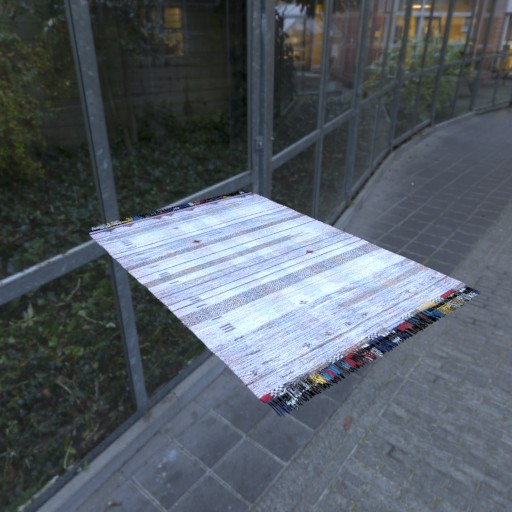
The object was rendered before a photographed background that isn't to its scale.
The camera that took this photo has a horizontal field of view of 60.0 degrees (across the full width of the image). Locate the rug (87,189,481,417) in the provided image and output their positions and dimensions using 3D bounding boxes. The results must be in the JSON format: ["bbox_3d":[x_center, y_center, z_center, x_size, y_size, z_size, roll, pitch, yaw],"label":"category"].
[{"bbox_3d":[0.000,0.000,2.333,1.217,0.012,1.848,-19,33,-33],"label":"rug"}]
